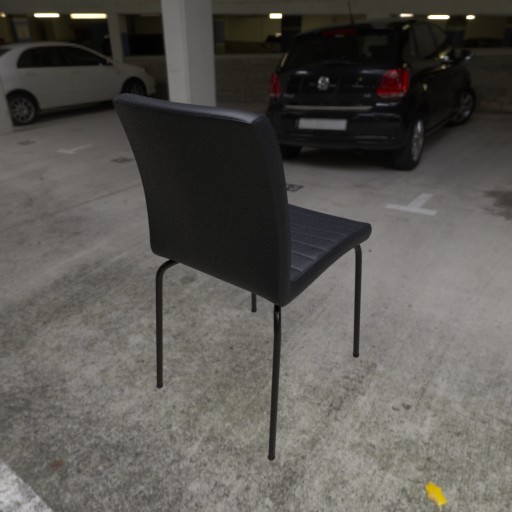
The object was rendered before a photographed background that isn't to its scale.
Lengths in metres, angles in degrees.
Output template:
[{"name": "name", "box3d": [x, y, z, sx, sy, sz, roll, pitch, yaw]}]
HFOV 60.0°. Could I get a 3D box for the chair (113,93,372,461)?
[{"name": "chair", "box3d": [0.000, 0.000, 1.200, 0.450, 0.872, 0.572, 20, 34, 32]}]
